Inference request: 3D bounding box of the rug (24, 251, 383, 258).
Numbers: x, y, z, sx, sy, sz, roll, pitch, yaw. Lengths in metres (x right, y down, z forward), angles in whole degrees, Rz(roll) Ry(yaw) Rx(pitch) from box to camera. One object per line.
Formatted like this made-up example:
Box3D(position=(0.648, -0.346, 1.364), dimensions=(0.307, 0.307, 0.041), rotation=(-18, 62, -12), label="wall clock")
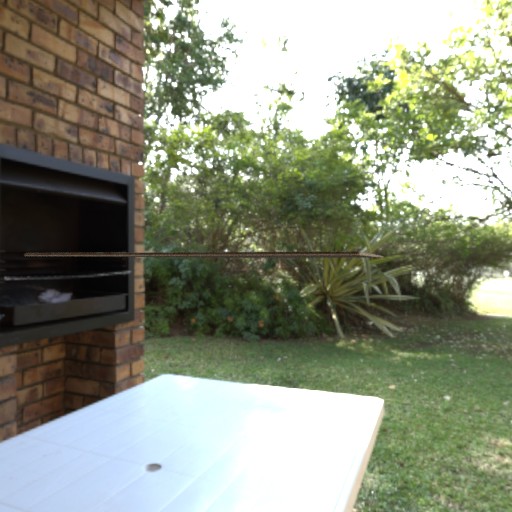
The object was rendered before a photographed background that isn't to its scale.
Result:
Box3D(position=(0.000, 0.000, 2.322), dimensions=(1.219, 0.011, 1.829), rotation=(0, 0, 18), label="rug")
